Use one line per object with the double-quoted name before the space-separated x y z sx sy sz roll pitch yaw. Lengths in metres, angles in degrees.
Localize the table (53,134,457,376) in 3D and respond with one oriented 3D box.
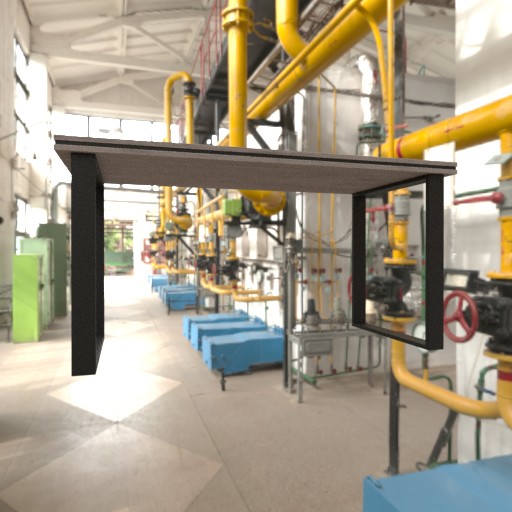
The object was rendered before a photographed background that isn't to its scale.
"table" 0.000 0.000 2.255 1.778 0.899 0.795 0 0 -16
